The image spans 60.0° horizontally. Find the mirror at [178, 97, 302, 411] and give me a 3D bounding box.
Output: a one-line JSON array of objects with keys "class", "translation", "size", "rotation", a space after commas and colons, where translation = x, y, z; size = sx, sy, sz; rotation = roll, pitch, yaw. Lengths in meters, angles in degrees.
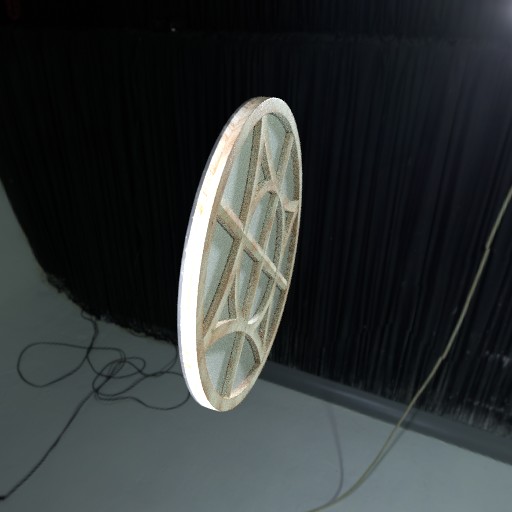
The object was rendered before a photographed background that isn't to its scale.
[{"class": "mirror", "translation": [0.000, 0.000, 1.052], "size": [0.038, 0.710, 0.710], "rotation": [10, 32, 17]}]
